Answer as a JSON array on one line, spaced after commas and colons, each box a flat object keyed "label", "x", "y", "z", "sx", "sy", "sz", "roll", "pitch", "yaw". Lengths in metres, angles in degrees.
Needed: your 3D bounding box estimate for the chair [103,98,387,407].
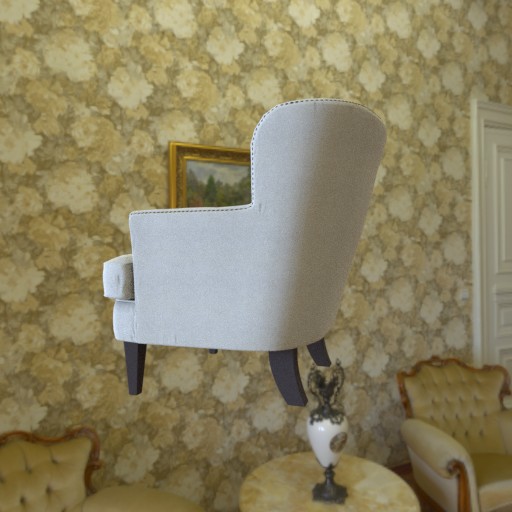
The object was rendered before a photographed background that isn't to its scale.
[{"label": "chair", "x": 0.000, "y": 0.000, "z": 1.595, "sx": 0.906, "sy": 0.868, "sz": 0.848, "roll": 0, "pitch": 0, "yaw": 18}]
